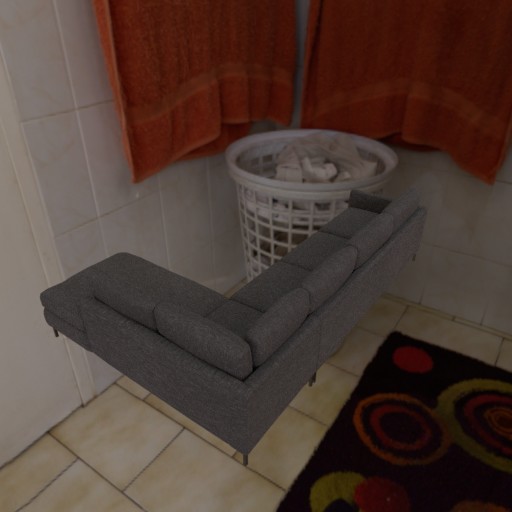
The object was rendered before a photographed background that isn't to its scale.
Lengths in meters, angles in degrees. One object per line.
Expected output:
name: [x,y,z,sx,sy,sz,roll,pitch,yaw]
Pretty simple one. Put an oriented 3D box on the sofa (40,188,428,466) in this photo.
sofa: [0.000,0.000,3.884,2.007,0.815,2.949,21,37,31]
